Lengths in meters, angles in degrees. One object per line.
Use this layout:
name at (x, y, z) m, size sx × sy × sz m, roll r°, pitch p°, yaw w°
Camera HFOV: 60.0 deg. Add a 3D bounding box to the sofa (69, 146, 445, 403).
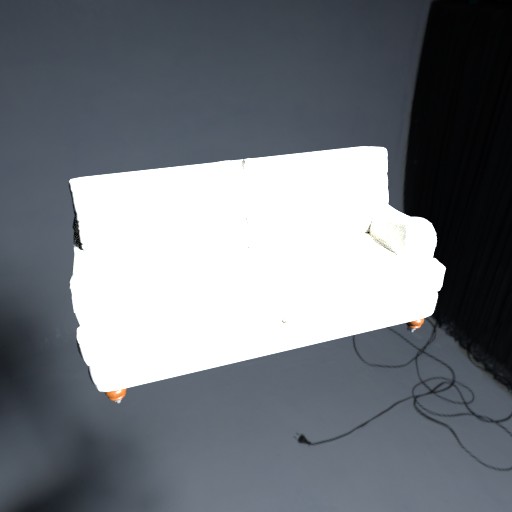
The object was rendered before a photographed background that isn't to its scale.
sofa at (0.000, 0.000, 2.809) m, size 2.159 × 1.087 × 1.086 m, roll -10°, pitch 33°, yaw -15°
